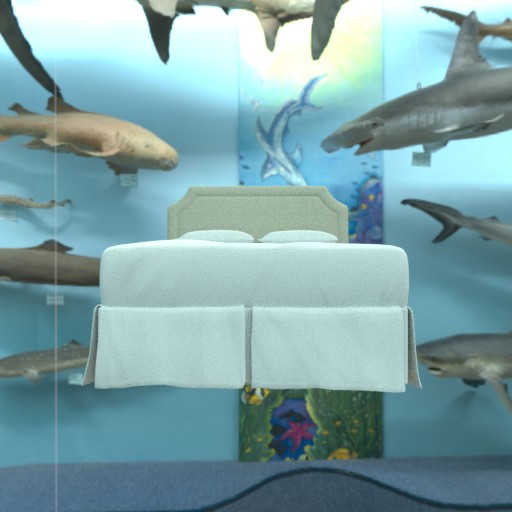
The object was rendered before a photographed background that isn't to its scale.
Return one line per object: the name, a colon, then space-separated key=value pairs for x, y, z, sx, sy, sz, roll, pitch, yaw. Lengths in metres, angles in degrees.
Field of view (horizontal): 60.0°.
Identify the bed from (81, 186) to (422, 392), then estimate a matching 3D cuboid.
bed: x=0.000 y=0.000 z=3.125 sx=1.693 sy=1.290 sz=2.116 roll=0 pitch=0 yaw=1
